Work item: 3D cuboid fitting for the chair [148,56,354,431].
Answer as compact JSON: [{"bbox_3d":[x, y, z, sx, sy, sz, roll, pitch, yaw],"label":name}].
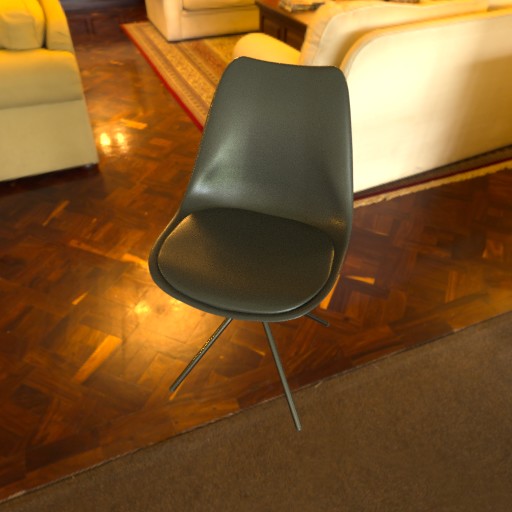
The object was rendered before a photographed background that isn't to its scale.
[{"bbox_3d":[0.000,0.000,1.179,0.461,0.850,0.525,12,43,13],"label":"chair"}]
